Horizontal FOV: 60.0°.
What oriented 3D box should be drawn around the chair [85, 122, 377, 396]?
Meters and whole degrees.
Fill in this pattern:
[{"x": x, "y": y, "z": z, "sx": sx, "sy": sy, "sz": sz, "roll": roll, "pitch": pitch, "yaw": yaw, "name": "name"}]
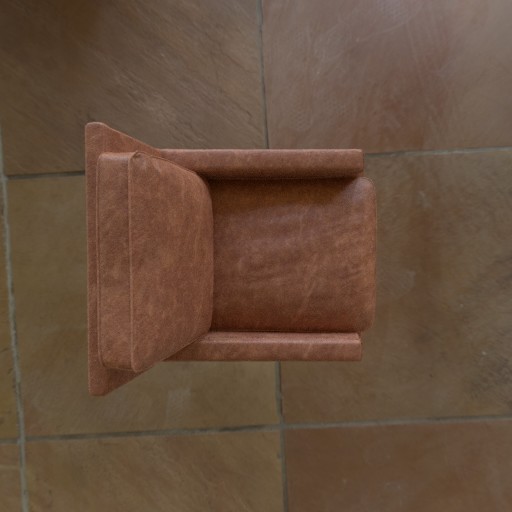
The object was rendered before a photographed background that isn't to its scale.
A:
[{"x": 0.000, "y": 0.000, "z": 1.805, "sx": 1.035, "sy": 1.054, "sz": 0.854, "roll": 0, "pitch": 92, "yaw": 1, "name": "chair"}]
